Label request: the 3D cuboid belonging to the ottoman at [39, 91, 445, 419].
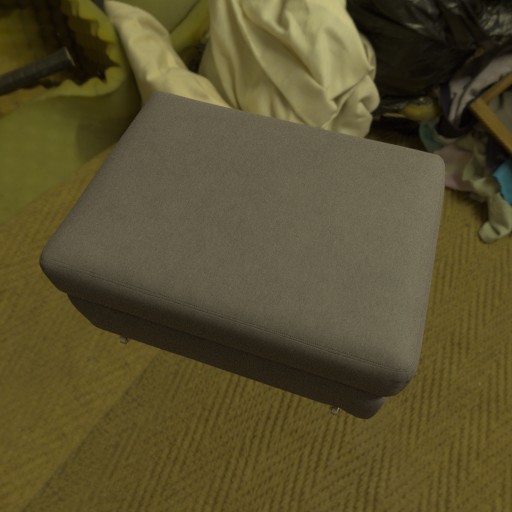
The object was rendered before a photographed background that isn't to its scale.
[{"bbox_3d":[0.000,0.000,1.120,0.773,0.497,0.574,16,60,10],"label":"ottoman"}]
